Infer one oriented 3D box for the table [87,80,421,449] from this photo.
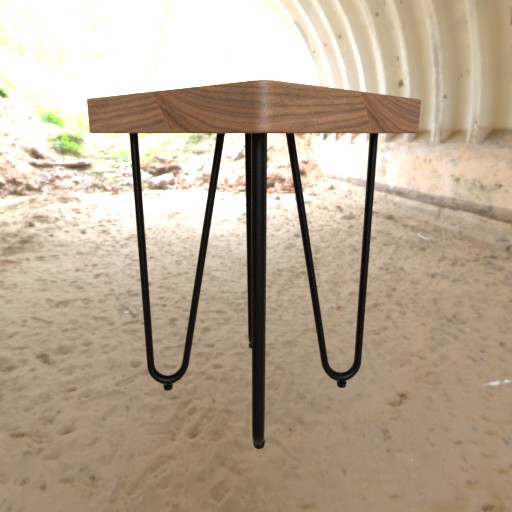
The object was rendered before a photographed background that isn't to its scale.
[{"bbox_3d":[0.000,0.000,0.959,0.479,0.641,0.480,14,21,41],"label":"table"}]
